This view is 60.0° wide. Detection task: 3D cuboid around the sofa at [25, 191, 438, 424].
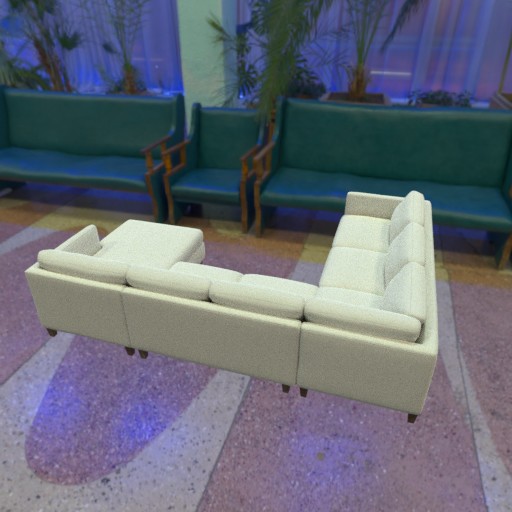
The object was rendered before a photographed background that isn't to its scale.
[{"bbox_3d":[0.000,0.000,4.367,3.238,0.853,2.551,9,32,15],"label":"sofa"}]
